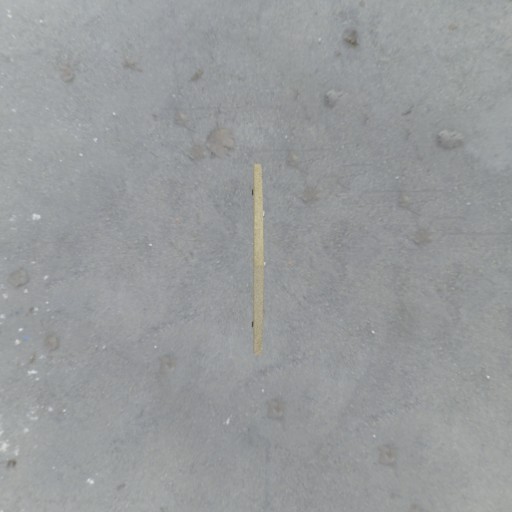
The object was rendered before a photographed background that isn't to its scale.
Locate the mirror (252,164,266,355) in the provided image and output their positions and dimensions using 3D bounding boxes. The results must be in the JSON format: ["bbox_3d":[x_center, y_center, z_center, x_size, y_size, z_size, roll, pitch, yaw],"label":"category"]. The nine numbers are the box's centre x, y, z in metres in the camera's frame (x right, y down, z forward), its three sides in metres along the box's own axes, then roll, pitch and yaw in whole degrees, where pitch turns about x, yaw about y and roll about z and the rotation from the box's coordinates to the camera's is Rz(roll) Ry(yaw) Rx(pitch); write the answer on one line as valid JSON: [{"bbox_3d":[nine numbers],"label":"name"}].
[{"bbox_3d":[0.000,0.000,1.327,0.025,1.175,0.464,0,92,0],"label":"mirror"}]
